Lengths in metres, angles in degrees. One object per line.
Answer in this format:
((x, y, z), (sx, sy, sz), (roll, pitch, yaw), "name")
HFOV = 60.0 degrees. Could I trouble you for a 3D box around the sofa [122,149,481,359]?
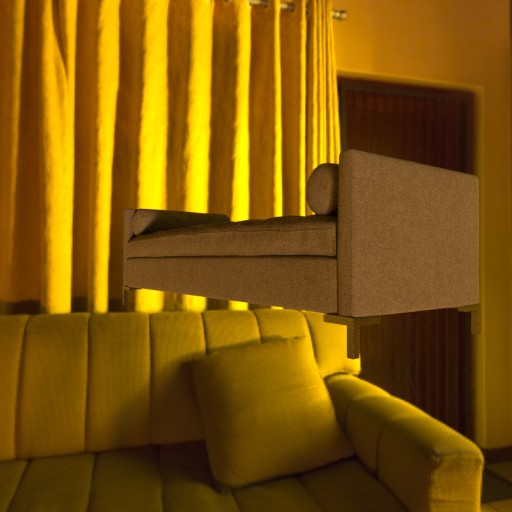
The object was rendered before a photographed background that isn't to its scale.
((0.000, 0.000, 2.434), (0.797, 0.657, 2.102), (0, -1, -36), "sofa")
